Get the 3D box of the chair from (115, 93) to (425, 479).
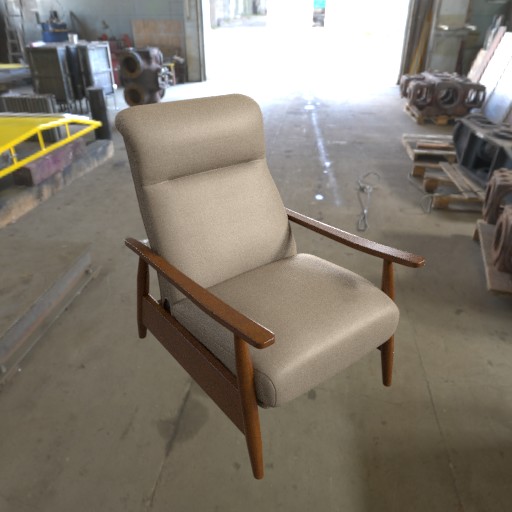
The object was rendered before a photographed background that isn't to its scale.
[{"bbox_3d":[0.000,0.000,1.785,0.762,1.082,1.032,-21,36,-32],"label":"chair"}]
